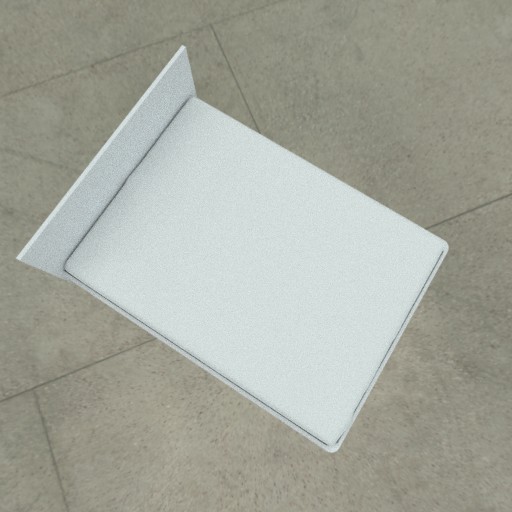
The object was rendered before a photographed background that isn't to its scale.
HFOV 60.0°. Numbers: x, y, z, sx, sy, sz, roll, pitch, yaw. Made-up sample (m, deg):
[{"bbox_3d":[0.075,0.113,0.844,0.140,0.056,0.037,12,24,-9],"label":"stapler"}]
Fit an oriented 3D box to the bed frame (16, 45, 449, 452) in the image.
[{"bbox_3d":[0.000,0.000,2.671,1.950,0.800,1.490,32,79,7],"label":"bed frame"}]
